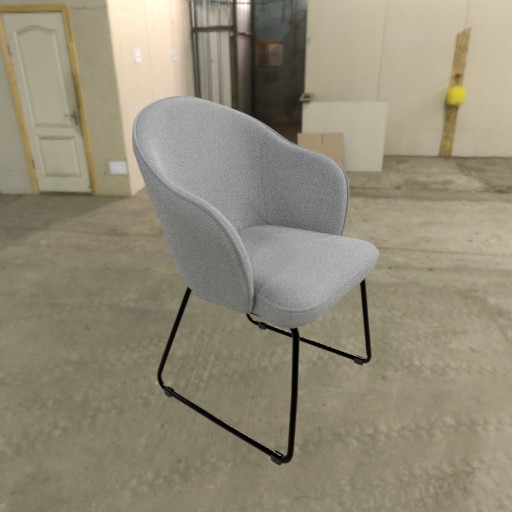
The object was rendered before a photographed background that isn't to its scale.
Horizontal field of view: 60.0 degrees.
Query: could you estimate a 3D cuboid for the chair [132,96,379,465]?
[{"bbox_3d":[0.000,0.000,1.248,0.592,0.817,0.570,17,30,32],"label":"chair"}]
